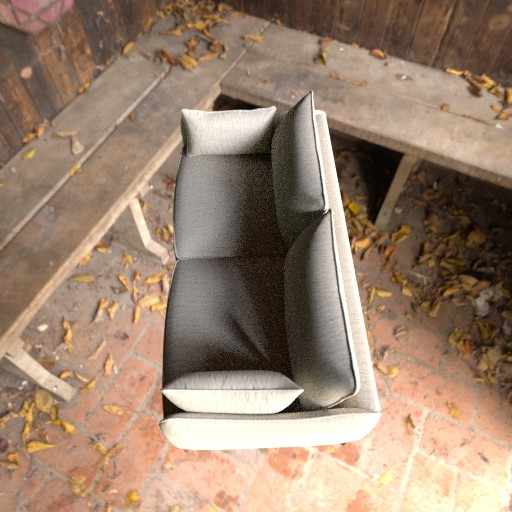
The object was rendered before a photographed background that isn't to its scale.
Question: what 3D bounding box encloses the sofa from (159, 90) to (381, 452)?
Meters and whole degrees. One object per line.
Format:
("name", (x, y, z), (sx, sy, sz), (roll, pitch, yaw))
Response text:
("sofa", (0.000, 0.000, 2.522), (0.991, 0.860, 1.989), (-2, 58, -1))
